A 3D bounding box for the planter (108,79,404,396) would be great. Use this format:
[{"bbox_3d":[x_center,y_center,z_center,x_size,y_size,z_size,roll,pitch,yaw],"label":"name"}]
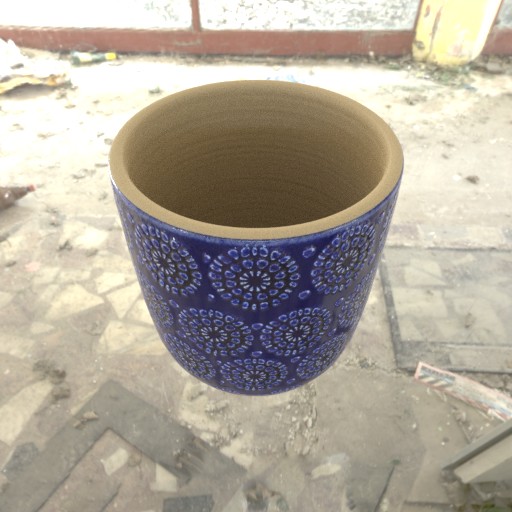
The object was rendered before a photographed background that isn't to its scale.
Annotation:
[{"bbox_3d":[0.000,0.000,0.350,0.184,0.206,0.184,0,45,0],"label":"planter"}]
